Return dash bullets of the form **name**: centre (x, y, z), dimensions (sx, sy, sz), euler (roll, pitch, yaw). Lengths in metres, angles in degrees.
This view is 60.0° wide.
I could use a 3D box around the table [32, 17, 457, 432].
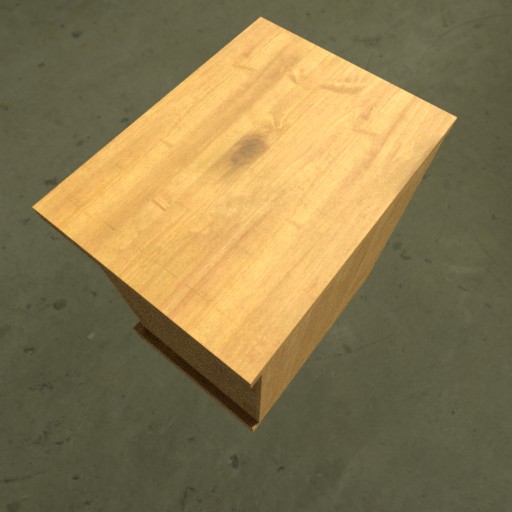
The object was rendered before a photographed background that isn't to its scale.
- **table**: centre (0.000, 0.000, 1.197), dimensions (0.500, 0.813, 0.660), euler (35, 69, 16)
